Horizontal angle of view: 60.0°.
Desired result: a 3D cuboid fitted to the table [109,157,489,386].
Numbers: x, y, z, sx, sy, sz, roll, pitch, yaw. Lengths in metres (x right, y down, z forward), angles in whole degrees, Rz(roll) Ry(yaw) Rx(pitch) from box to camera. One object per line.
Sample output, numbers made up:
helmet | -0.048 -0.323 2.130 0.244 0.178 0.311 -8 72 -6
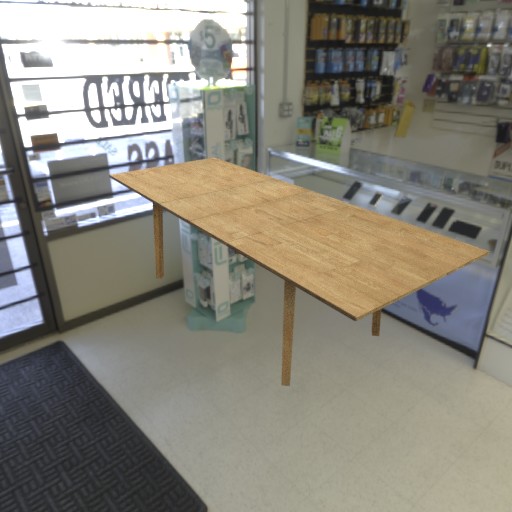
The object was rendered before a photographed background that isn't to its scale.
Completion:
table | 0.000 0.000 3.074 1.000 0.752 2.603 -18 31 -33
